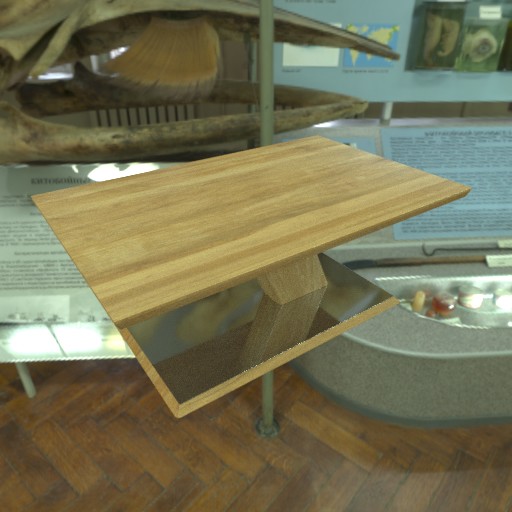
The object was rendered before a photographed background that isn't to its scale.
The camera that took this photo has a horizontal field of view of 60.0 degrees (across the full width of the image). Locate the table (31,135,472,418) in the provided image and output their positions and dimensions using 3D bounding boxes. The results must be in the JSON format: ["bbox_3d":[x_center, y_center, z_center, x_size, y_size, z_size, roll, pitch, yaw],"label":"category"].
[{"bbox_3d":[0.000,0.000,1.416,1.100,0.441,0.692,-20,36,-29],"label":"table"}]
